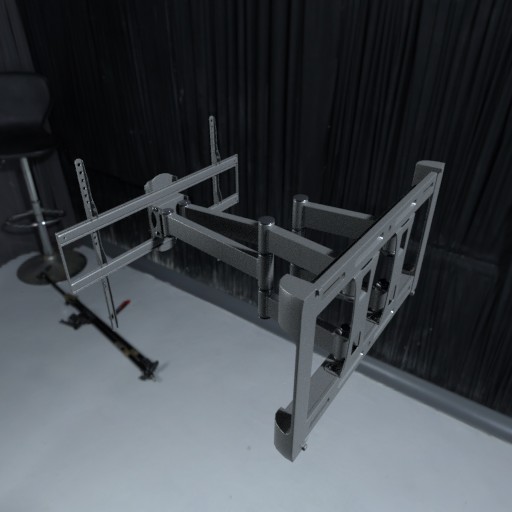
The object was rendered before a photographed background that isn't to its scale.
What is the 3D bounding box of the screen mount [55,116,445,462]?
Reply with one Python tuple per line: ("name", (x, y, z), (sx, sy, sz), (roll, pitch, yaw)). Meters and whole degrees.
("screen mount", (0.000, 0.000, 1.091), (0.644, 0.491, 0.661), (21, 37, 30))
